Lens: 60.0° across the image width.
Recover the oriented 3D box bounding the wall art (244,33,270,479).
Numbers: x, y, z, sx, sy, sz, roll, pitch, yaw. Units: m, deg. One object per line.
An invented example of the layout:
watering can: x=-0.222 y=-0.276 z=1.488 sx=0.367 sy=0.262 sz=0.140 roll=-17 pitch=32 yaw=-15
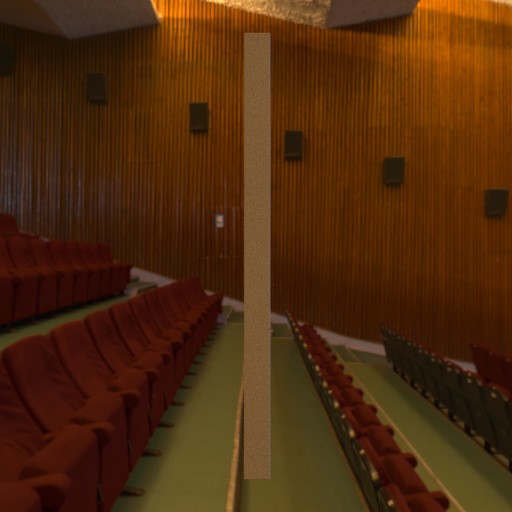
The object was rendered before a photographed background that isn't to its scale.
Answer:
wall art: x=0.000 y=0.000 z=0.855 sx=0.037 sy=0.606 sz=0.508 roll=0 pitch=0 yaw=-1
